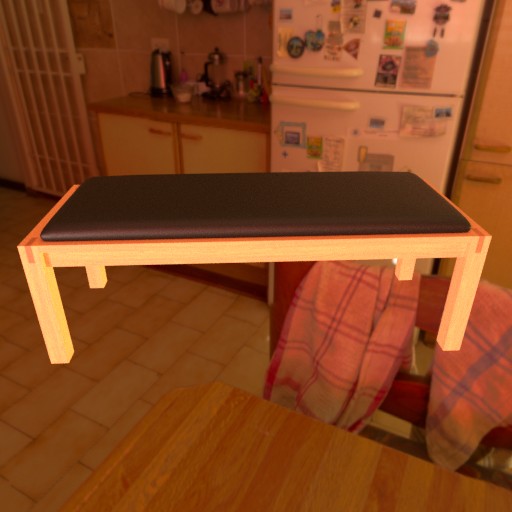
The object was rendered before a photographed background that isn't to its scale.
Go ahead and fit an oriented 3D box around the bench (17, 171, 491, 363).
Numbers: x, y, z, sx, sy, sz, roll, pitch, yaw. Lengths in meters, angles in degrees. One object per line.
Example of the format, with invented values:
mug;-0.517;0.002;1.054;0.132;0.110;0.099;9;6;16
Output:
bench;0.000;0.000;1.396;1.202;0.430;0.450;-1;29;-2
